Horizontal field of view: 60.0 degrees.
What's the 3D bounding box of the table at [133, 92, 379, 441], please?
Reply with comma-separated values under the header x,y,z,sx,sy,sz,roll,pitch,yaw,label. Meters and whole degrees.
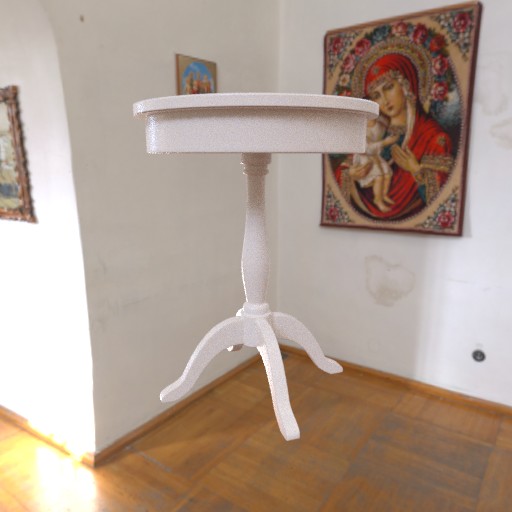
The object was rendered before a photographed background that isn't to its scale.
x,y,z,sx,sy,sz,roll,pitch,yaw,label
0.000,0.000,1.028,0.513,0.653,0.513,0,13,0,table
